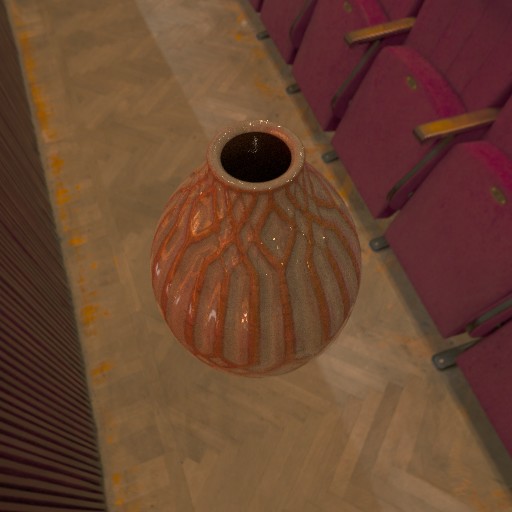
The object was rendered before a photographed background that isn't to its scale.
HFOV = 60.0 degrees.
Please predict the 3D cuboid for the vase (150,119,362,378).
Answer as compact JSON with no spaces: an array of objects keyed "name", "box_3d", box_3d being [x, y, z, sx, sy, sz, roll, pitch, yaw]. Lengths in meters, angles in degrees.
[{"name":"vase","box_3d":[0.000,0.000,0.271,0.131,0.175,0.131,0,58,0]}]
